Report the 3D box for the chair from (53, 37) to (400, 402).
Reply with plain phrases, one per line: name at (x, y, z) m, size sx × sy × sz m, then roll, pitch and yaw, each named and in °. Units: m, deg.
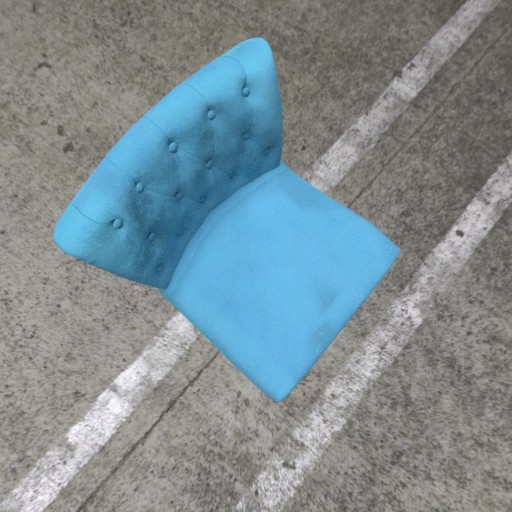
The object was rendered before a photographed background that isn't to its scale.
chair at (0.000, 0.000, 1.165) m, size 0.605 × 0.750 × 0.582 m, roll 40°, pitch 79°, yaw 9°
